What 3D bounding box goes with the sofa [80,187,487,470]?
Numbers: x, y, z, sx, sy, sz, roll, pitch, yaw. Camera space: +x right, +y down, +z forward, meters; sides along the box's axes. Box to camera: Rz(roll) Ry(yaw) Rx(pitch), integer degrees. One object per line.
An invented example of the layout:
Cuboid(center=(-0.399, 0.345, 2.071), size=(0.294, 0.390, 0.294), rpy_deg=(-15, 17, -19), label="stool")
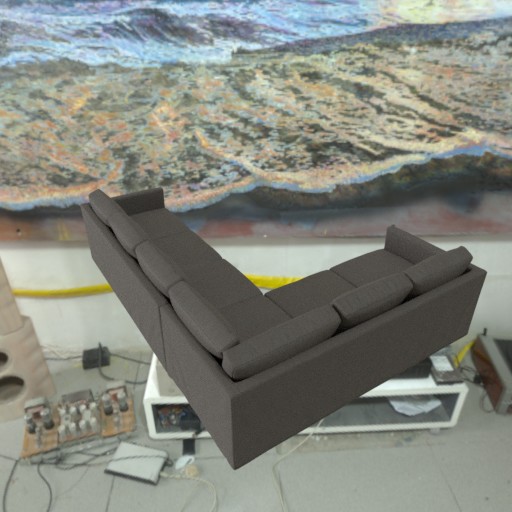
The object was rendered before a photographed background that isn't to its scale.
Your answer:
Cuboid(center=(0.000, 0.000, 4.285), size=(2.432, 0.871, 3.182), rpy_deg=(-18, 35, -28), label="sofa")
